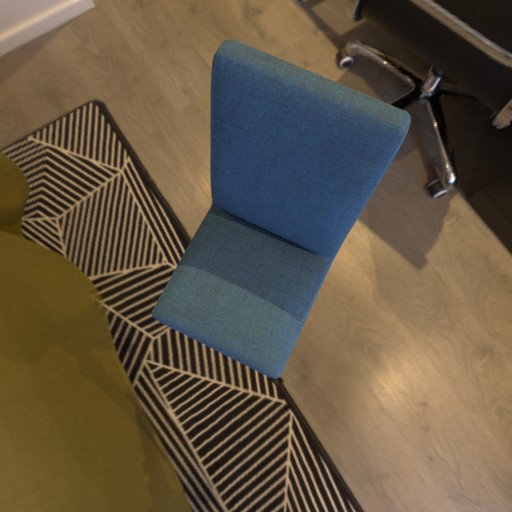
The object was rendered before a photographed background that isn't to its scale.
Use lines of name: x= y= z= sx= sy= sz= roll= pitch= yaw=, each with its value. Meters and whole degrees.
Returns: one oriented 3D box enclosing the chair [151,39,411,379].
chair: x=0.000 y=0.000 z=1.353 sx=0.450 sy=1.029 sz=0.610 roll=25 pitch=77 yaw=6
